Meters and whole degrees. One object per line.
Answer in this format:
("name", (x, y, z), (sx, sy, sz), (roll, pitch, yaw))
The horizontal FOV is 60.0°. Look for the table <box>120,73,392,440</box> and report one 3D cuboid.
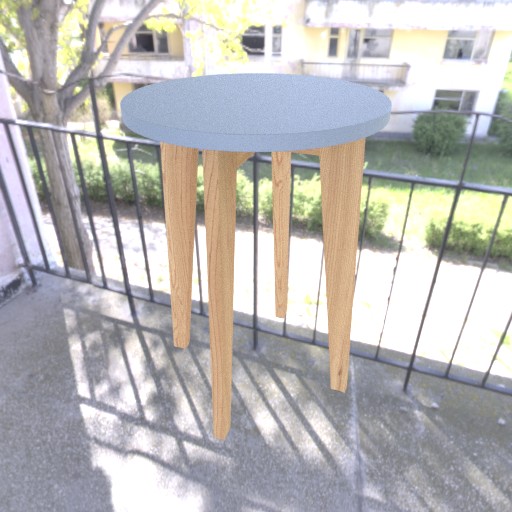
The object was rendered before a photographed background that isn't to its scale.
("table", (0.000, 0.000, 0.721), (0.350, 0.500, 0.350), (0, 32, 0))
